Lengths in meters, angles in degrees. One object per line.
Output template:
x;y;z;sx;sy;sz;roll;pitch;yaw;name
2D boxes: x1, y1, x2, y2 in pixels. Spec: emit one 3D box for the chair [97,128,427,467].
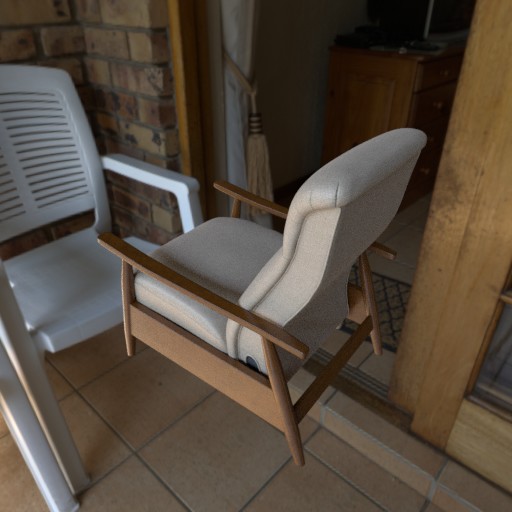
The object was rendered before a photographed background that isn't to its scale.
0.000;0.000;1.808;1.030;1.082;0.762;21;38;31;chair
